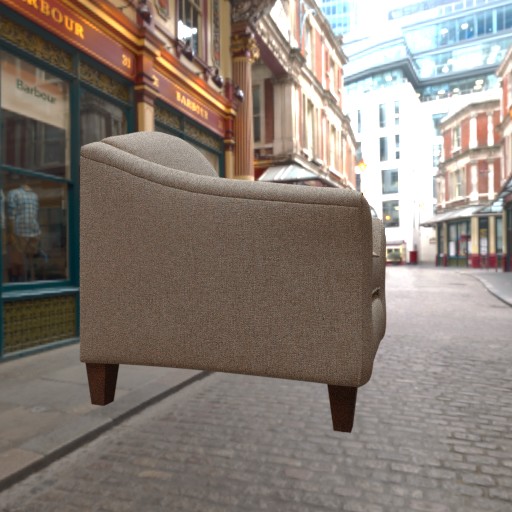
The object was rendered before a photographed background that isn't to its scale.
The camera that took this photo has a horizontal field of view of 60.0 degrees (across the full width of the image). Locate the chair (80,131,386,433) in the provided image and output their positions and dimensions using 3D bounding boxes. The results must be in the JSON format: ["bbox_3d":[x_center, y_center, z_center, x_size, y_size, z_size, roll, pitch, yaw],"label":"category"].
[{"bbox_3d":[0.000,0.000,1.444,0.787,0.839,0.763,0,0,19],"label":"chair"}]
